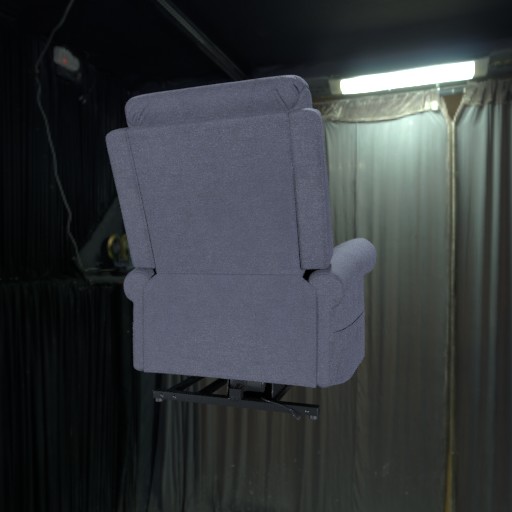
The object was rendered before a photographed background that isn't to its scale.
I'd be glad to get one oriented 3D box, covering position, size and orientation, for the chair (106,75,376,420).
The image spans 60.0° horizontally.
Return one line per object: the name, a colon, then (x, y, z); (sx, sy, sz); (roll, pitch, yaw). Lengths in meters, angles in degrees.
chair: (0.000, 0.000, 1.734); (0.871, 1.031, 0.979); (0, 0, 18)
